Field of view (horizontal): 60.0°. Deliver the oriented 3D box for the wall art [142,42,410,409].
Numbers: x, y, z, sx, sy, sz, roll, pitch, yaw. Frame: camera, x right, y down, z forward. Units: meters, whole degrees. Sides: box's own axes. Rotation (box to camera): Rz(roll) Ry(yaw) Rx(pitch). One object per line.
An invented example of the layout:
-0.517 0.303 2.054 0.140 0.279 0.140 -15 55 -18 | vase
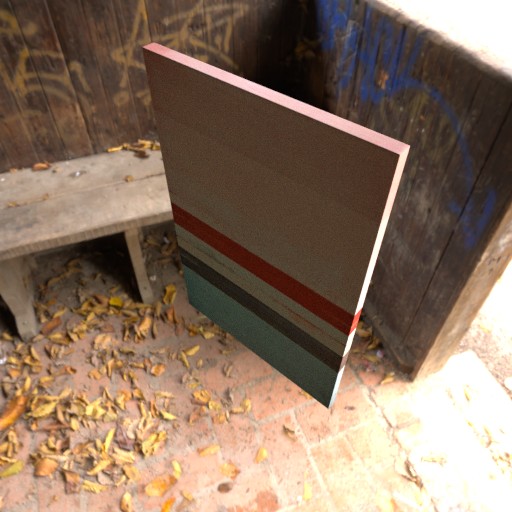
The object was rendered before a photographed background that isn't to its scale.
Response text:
0.000 0.000 1.156 0.610 0.914 0.038 32 55 26 | wall art
